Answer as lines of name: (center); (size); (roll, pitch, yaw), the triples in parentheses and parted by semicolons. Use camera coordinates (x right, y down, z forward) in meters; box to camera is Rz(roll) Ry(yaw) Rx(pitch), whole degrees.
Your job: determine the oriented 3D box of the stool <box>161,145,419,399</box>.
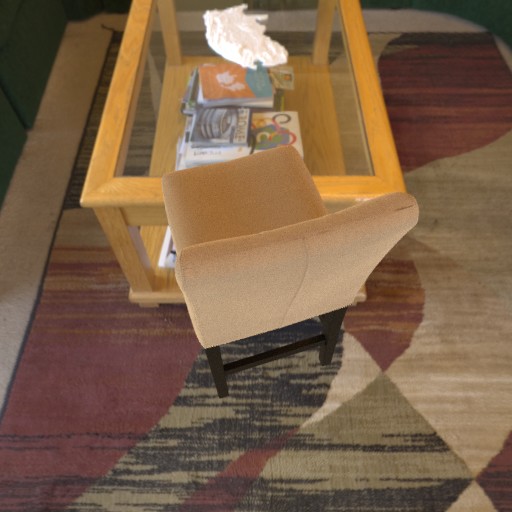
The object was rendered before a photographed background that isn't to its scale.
stool: (0.000, 0.000, 1.207); (0.427, 0.885, 0.571); (-15, 59, -10)
